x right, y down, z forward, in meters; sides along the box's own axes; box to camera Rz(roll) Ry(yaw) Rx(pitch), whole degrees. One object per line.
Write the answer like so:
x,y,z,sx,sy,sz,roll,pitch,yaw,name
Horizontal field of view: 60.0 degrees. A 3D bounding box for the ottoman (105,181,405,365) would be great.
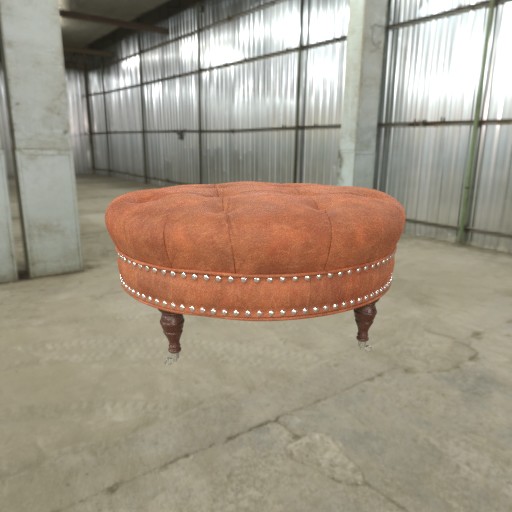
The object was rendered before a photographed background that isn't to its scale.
0.000,0.000,1.427,0.901,0.444,0.901,0,14,0,ottoman
